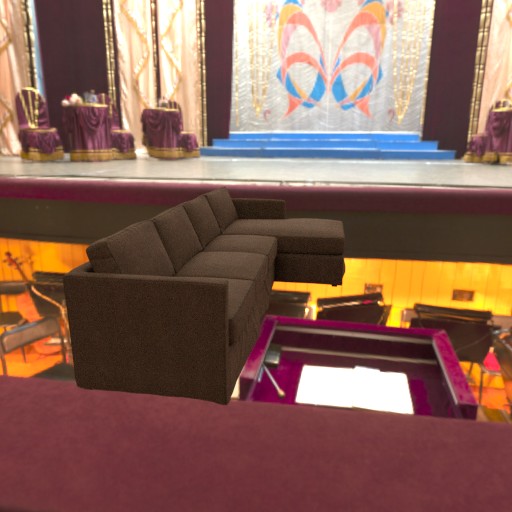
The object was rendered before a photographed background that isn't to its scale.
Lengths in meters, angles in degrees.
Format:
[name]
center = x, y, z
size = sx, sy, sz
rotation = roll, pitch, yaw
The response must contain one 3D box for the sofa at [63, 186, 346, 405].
[sofa]
center = 0.000, 0.000, 3.884
size = 1.650, 0.922, 3.205
rotation = 2, 15, 9
